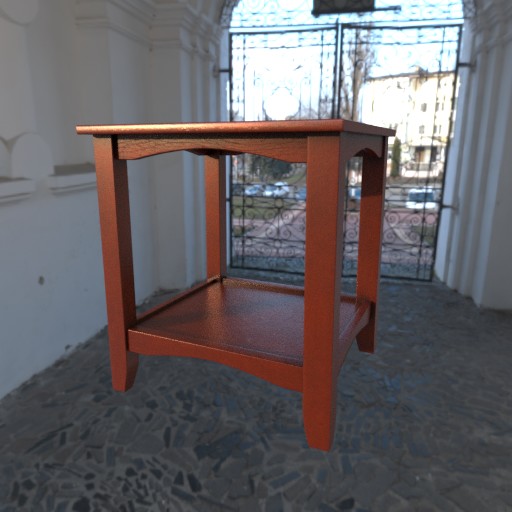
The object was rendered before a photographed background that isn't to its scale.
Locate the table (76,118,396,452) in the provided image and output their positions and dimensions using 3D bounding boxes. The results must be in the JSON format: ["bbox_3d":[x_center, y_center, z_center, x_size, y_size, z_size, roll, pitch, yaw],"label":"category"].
[{"bbox_3d":[0.000,0.000,1.003,0.523,0.558,0.522,7,16,27],"label":"table"}]
